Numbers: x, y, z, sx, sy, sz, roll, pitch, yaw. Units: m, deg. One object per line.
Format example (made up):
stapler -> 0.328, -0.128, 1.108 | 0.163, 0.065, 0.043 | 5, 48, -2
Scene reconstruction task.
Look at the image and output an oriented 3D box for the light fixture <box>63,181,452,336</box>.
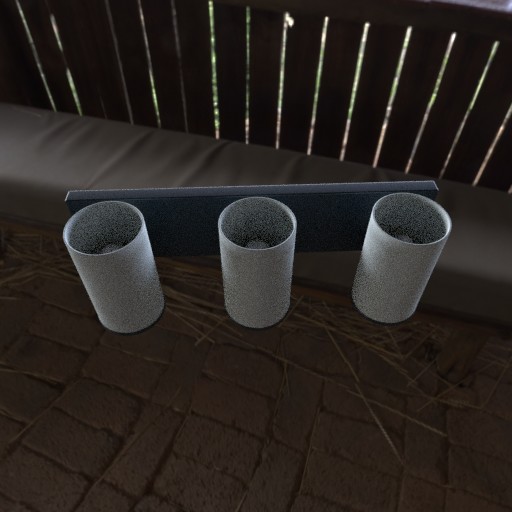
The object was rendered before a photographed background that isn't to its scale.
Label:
light fixture -> 0.000, 0.000, 0.535 | 0.451, 0.172, 0.145 | -2, 48, -2
